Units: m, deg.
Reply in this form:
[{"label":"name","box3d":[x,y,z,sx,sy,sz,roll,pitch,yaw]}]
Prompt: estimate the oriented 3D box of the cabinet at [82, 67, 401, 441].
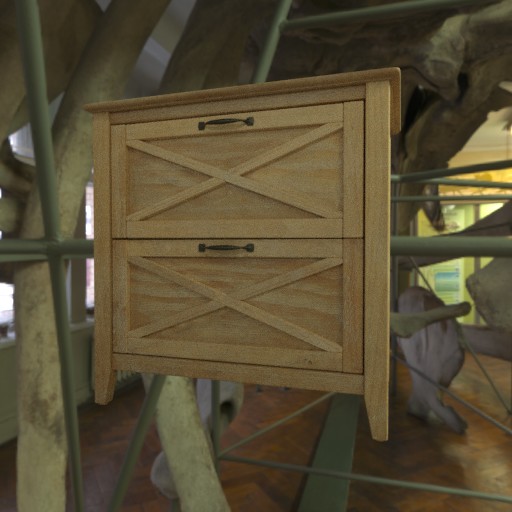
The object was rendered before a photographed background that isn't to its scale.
[{"label":"cabinet","box3d":[0.000,0.000,1.237,0.763,0.762,0.503,0,1,18]}]
